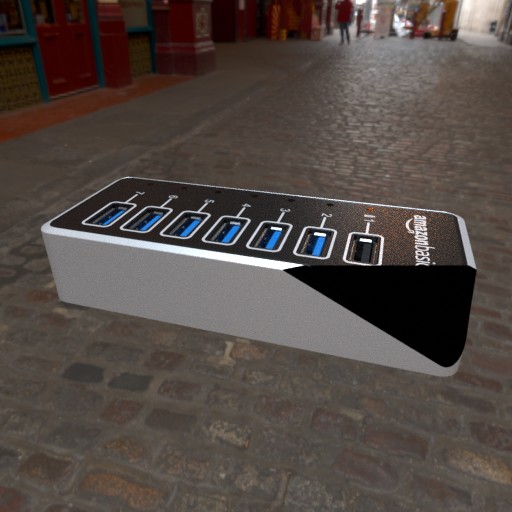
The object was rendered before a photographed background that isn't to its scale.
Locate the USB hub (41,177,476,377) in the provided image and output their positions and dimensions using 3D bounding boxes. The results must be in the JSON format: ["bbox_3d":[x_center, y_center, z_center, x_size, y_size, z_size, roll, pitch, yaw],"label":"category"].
[{"bbox_3d":[0.000,0.000,0.127,0.110,0.023,0.044,8,31,14],"label":"USB hub"}]
